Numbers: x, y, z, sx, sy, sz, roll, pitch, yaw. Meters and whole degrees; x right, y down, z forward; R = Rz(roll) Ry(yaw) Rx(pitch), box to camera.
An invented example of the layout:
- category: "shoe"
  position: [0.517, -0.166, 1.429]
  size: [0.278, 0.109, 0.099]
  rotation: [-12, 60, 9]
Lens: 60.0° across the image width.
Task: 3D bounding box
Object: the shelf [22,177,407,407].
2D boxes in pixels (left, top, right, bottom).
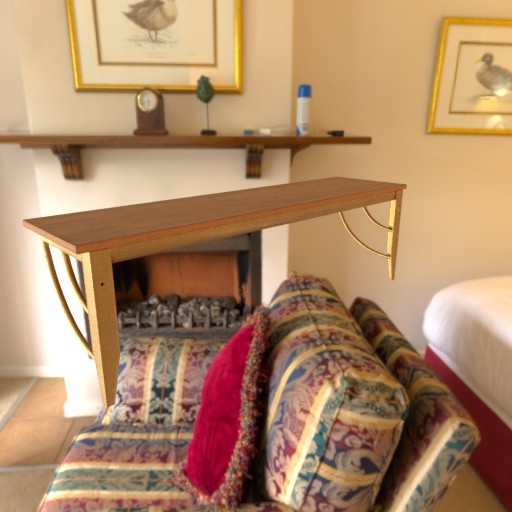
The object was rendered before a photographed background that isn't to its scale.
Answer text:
- category: "shelf"
  position: [0.000, 0.000, 0.725]
  size: [0.636, 0.190, 0.166]
  rotation: [-15, 23, -41]
